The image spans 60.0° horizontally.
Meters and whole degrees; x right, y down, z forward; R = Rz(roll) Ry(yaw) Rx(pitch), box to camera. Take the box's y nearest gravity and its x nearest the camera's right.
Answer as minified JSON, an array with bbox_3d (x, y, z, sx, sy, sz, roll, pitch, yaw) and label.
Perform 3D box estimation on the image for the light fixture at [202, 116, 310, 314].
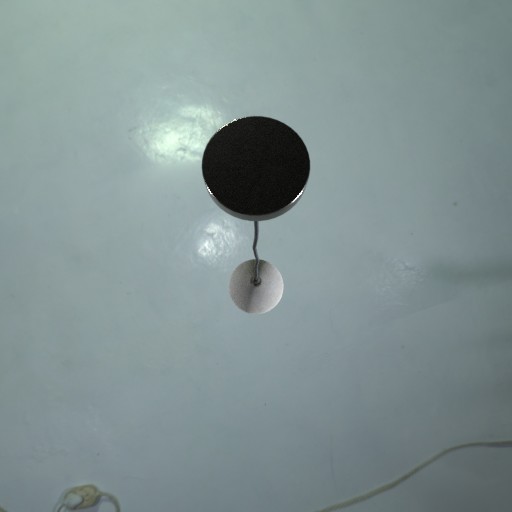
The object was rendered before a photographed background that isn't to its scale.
[{"bbox_3d":[0.000,0.000,0.821,0.139,0.764,0.139,-21,77,-5],"label":"light fixture"}]
